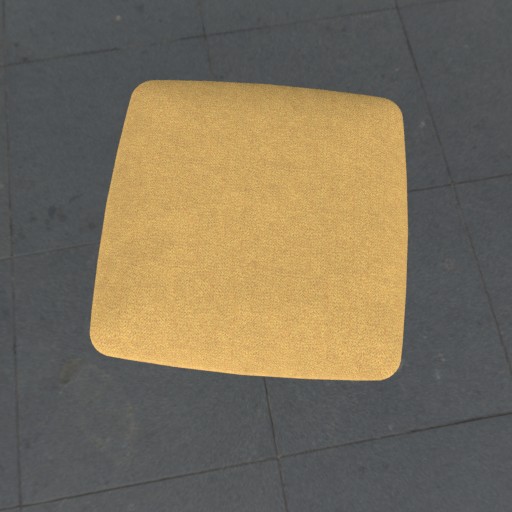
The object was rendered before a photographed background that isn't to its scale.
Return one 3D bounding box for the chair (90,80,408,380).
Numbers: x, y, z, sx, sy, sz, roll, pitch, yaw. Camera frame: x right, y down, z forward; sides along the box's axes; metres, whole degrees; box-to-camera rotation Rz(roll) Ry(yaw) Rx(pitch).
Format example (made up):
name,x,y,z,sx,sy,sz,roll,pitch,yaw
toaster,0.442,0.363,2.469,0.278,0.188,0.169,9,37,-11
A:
name,x,y,z,sx,sy,sz,roll,pitch,yaw
chair,0.000,0.000,0.682,0.350,0.440,0.350,5,76,1
